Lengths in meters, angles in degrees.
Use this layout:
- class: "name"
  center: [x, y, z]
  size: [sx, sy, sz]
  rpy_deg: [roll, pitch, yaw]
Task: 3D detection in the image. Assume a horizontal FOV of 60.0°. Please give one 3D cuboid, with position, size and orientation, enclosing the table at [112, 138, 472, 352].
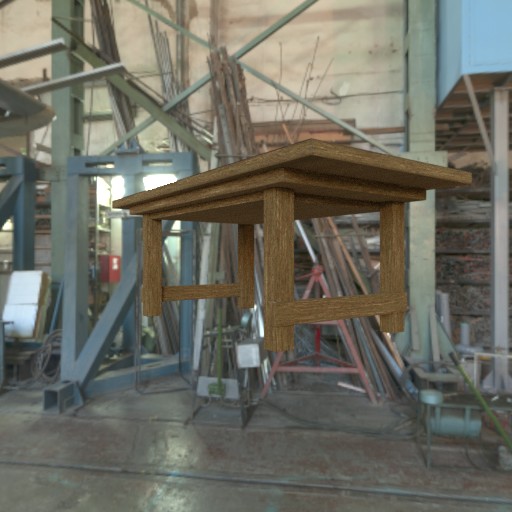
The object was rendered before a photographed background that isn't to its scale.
- class: "table"
  center: [0.000, 0.000, 2.530]
  size: [1.000, 0.762, 1.982]
  rpy_deg: [0, 0, -36]
